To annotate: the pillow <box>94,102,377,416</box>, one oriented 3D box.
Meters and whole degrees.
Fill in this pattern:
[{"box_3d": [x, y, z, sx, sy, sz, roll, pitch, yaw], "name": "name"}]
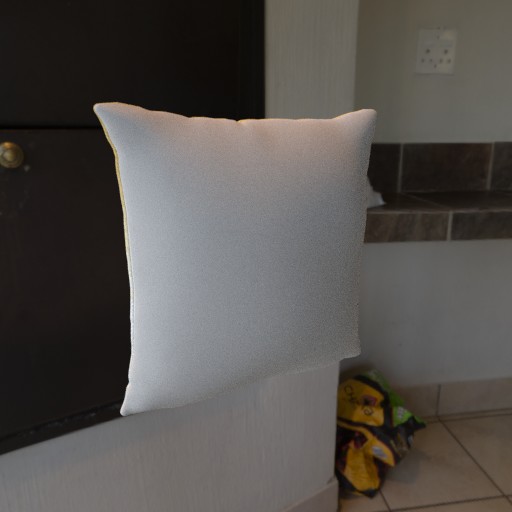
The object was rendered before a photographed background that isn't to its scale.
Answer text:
[{"box_3d": [0.000, 0.000, 0.699, 0.450, 0.450, 0.211, -8, 17, -26], "name": "pillow"}]
